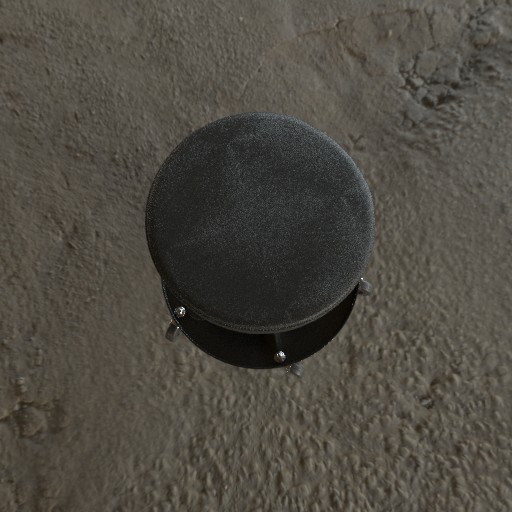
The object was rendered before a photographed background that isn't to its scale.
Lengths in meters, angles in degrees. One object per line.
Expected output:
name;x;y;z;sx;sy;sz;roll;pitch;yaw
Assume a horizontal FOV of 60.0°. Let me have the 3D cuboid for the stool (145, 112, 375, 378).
stool;0.000;0.000;0.688;0.381;0.365;0.382;37;78;9
